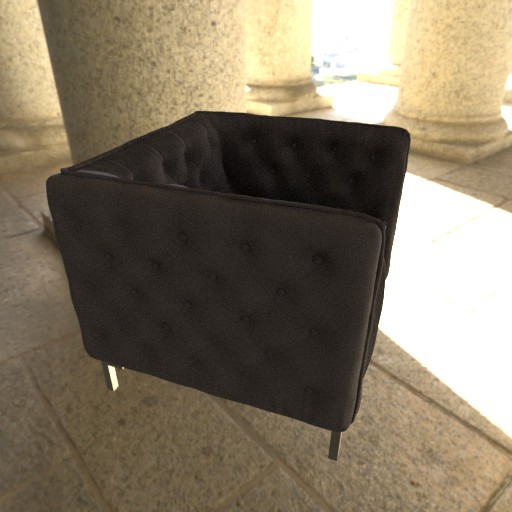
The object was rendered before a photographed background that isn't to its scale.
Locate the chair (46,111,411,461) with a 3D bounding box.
[{"bbox_3d":[0.000,0.000,1.587,0.913,0.807,0.946,11,32,18],"label":"chair"}]
